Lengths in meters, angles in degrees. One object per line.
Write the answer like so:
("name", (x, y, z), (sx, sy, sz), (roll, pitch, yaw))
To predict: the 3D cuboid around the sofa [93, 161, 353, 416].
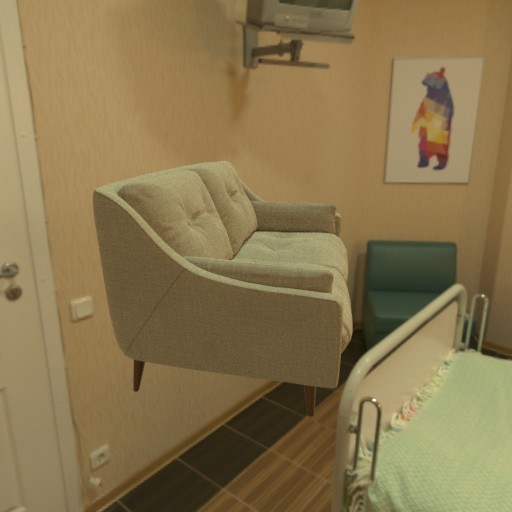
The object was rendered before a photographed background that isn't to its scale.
("sofa", (0.000, 0.000, 2.299), (0.965, 0.888, 1.652), (3, 16, 10))
